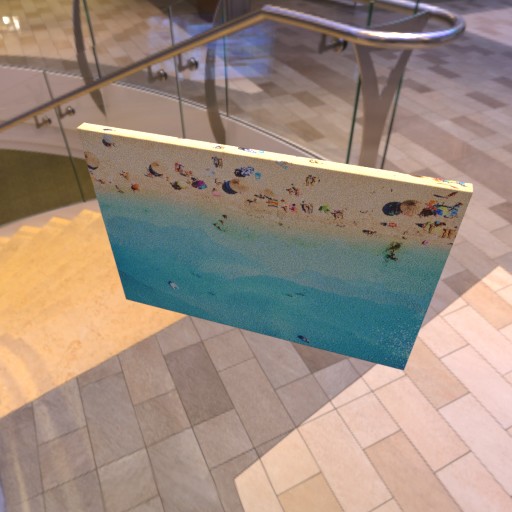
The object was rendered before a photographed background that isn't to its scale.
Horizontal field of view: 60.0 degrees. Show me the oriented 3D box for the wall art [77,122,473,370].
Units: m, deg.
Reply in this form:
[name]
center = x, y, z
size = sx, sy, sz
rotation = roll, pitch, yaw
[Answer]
[wall art]
center = 0.000, 0.000, 1.490
size = 1.136, 0.769, 0.040
rotation = 12, 43, 13
